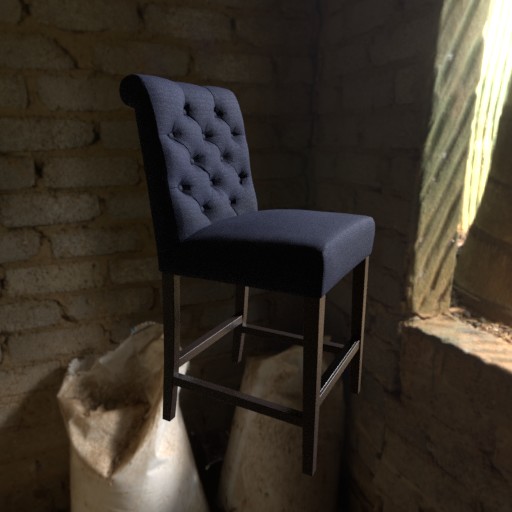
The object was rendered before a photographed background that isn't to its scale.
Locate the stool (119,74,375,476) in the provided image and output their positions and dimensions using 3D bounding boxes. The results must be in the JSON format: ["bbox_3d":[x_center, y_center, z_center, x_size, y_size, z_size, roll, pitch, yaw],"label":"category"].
[{"bbox_3d":[0.000,0.000,1.338,0.601,1.010,0.493,8,17,27],"label":"stool"}]
